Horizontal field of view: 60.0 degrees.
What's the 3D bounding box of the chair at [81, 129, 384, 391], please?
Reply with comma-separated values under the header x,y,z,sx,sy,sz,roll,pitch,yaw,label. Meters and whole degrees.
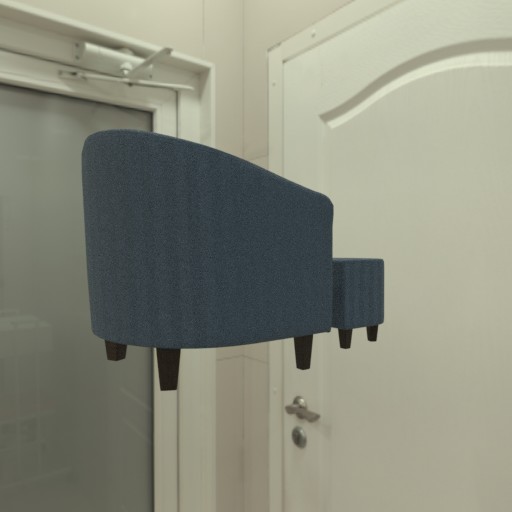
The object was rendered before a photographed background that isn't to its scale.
x,y,z,sx,sy,sz,roll,pitch,yaw,label
0.000,0.000,1.739,1.288,0.757,0.756,0,1,-37,chair
